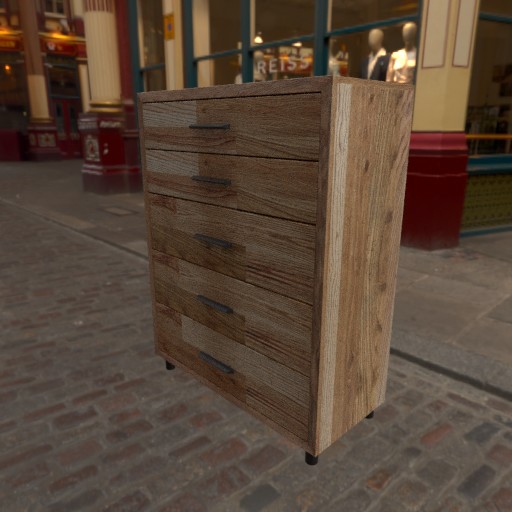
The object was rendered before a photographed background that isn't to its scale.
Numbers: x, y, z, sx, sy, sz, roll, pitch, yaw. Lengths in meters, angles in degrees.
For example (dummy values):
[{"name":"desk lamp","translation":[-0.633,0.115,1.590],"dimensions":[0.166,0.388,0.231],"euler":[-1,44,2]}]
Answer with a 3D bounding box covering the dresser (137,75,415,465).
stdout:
[{"name":"dresser","translation":[0.000,0.000,1.763],"dimensions":[0.480,1.243,0.966],"euler":[-16,23,-42]}]
